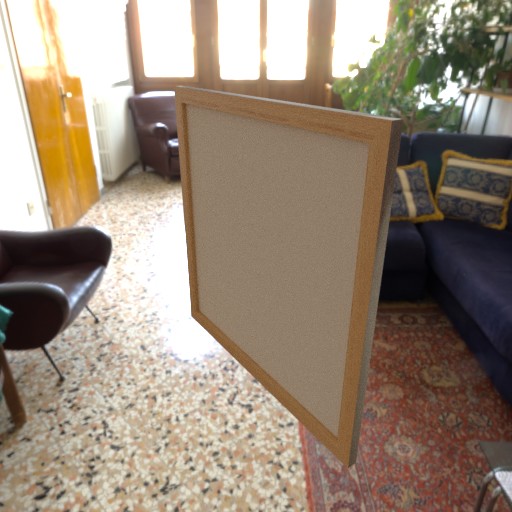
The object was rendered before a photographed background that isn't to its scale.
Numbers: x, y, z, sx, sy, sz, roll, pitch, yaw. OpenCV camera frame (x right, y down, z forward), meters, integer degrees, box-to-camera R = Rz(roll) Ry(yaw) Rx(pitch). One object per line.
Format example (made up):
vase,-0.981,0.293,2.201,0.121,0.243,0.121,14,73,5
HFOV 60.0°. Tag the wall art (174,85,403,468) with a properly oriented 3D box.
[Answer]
wall art,0.000,0.000,1.128,0.027,0.762,0.762,-17,30,-31
